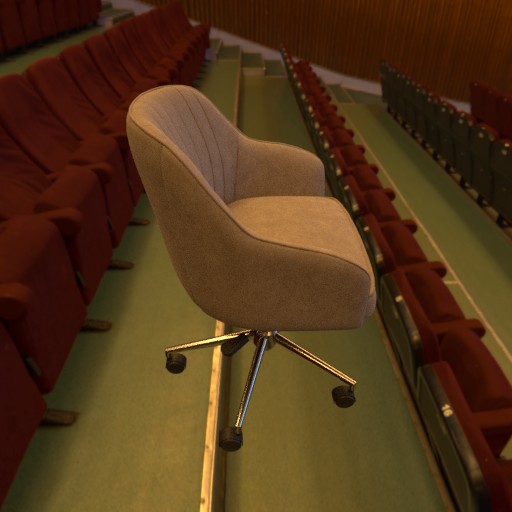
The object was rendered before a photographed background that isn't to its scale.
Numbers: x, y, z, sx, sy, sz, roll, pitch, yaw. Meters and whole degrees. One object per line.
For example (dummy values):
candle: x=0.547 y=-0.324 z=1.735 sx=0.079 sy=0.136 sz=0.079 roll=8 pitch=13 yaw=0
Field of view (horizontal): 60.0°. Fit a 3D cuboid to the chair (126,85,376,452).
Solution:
chair: x=0.000 y=0.000 z=1.217 sx=0.573 sy=0.831 sz=0.635 roll=-1 pitch=33 yaw=-1
